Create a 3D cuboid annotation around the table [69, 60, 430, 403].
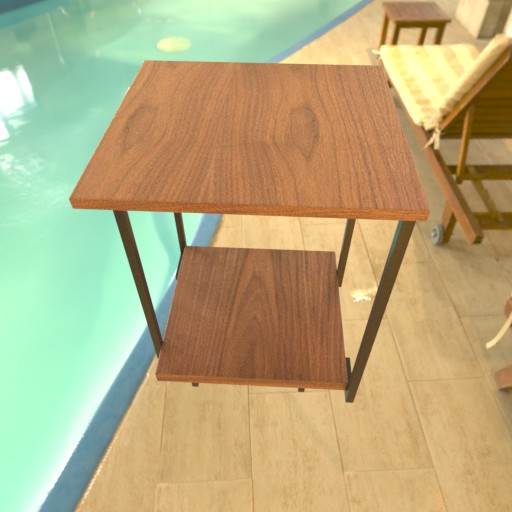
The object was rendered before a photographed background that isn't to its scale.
[{"bbox_3d":[0.000,0.000,0.838,0.411,0.567,0.384,2,46,2],"label":"table"}]
